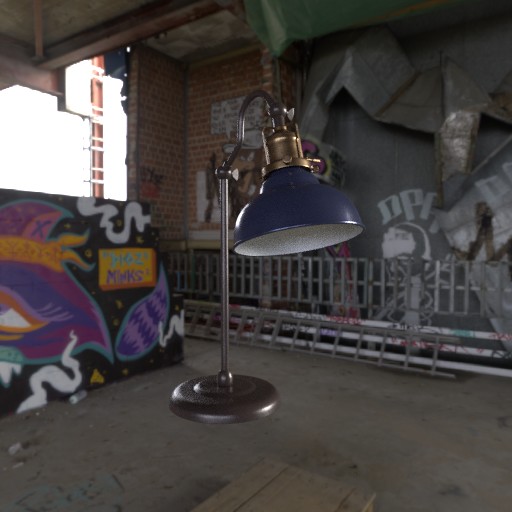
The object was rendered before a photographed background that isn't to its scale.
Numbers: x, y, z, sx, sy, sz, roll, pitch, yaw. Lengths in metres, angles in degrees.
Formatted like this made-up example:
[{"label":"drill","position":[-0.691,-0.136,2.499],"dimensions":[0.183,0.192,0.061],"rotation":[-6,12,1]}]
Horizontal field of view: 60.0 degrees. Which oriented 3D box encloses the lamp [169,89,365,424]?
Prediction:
[{"label":"lamp","position":[0.000,0.000,0.687],"dimensions":[0.192,0.508,0.374],"rotation":[-1,2,-36]}]
